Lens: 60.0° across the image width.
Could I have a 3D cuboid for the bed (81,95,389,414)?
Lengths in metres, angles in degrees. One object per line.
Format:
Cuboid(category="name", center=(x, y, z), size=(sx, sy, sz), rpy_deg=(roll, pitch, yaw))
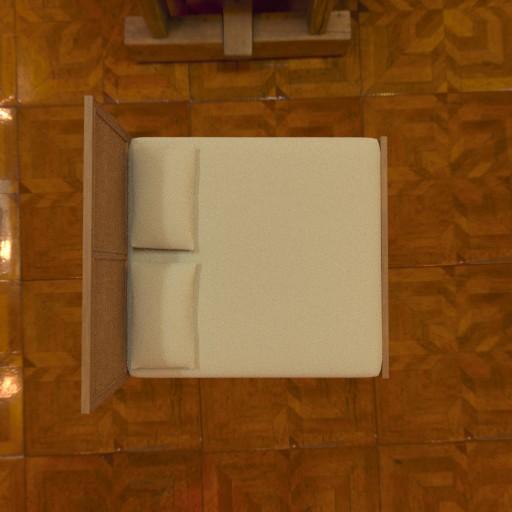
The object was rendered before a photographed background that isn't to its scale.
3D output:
Cuboid(category="bed", center=(0.000, 0.000, 3.486), size=(2.184, 1.387, 2.003), rpy_deg=(0, 89, 0))
